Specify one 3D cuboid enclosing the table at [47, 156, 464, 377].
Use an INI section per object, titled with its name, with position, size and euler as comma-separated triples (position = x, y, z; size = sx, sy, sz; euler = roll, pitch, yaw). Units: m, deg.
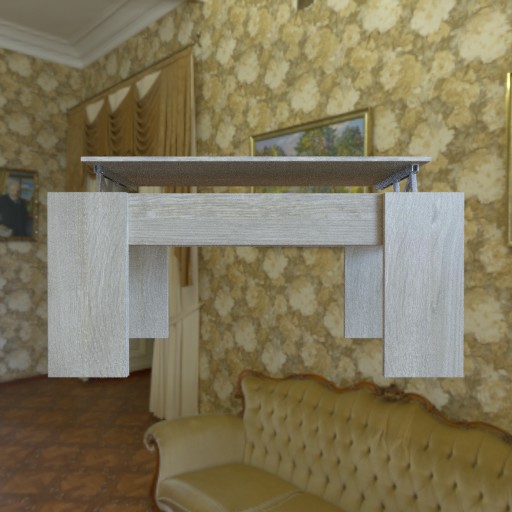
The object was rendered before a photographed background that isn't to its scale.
[table]
position = 0.000, 0.000, 1.406
size = 1.000, 0.570, 0.711
euler = 0, 1, 0
